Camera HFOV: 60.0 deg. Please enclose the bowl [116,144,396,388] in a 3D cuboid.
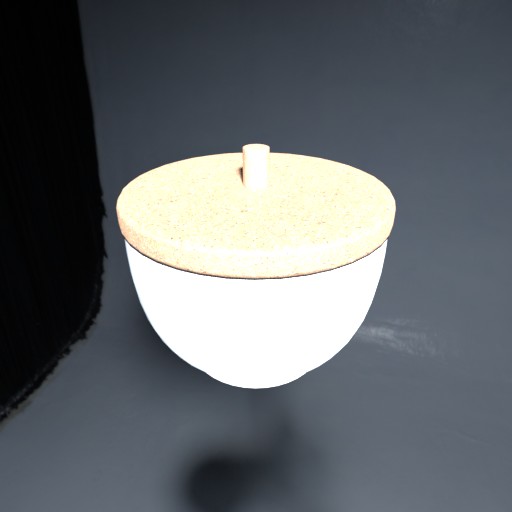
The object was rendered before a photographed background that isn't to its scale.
[{"bbox_3d":[0.000,0.000,0.224,0.126,0.110,0.126,0,29,0],"label":"bowl"}]
